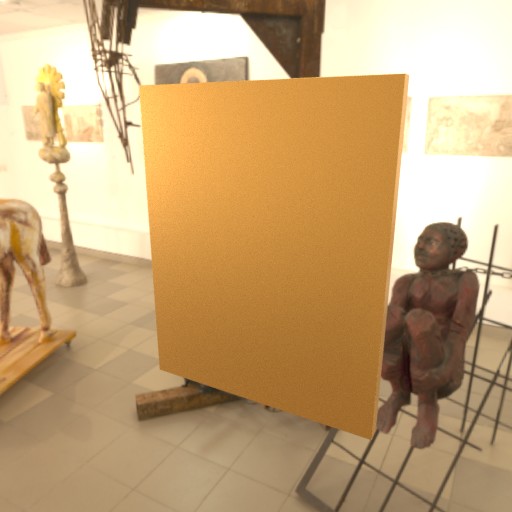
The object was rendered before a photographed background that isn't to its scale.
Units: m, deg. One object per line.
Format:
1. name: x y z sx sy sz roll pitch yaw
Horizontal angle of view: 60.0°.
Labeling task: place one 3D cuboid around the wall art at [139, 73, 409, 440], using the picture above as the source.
1. wall art: 0.000 0.000 1.034 0.610 0.762 0.038 9 19 27
